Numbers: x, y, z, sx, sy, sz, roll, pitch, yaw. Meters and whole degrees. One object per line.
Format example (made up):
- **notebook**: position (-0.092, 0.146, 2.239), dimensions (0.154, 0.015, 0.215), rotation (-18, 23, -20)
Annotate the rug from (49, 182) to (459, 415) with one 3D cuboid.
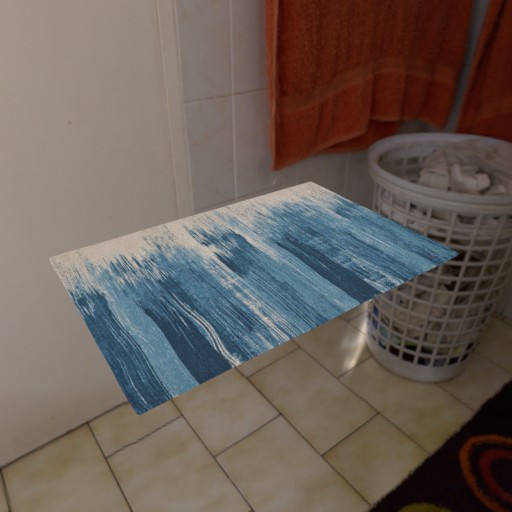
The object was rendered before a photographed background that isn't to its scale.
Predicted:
- **rug**: position (0.000, 0.000, 2.369), dimensions (1.836, 0.009, 1.232), rotation (-20, 37, -29)
